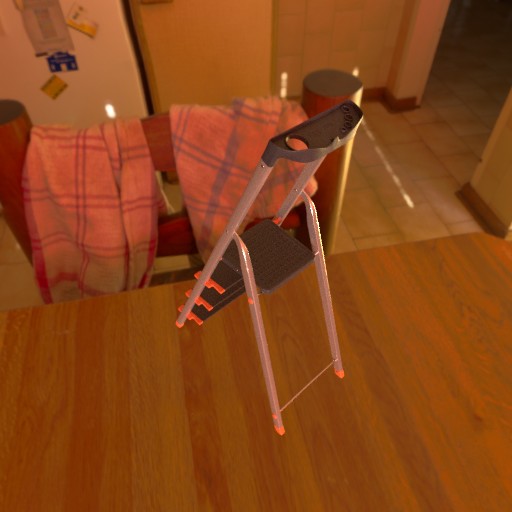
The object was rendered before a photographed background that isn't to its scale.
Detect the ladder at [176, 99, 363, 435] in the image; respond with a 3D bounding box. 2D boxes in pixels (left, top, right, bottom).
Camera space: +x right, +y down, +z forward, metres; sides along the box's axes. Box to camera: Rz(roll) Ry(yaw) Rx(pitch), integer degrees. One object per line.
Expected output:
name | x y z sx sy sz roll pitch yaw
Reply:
ladder | 0.000 0.000 1.819 0.452 1.429 0.834 -34 55 -27
